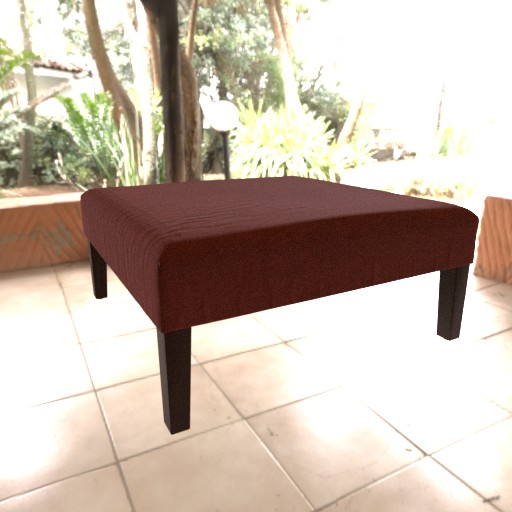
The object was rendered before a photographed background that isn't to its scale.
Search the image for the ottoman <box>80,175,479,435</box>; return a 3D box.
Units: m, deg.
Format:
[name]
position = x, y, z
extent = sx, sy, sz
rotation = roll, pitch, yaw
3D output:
[ottoman]
position = 0.000, 0.000, 1.391
extent = 0.890, 0.411, 0.889
rotation = -9, 19, -28
